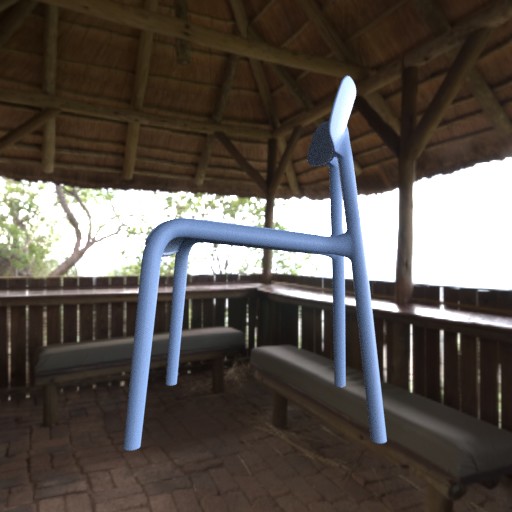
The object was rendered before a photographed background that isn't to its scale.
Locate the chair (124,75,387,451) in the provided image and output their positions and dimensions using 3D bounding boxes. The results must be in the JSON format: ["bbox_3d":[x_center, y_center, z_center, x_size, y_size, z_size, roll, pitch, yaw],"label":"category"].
[{"bbox_3d":[0.000,0.000,0.835,0.401,0.580,0.356,0,0,-1],"label":"chair"}]
